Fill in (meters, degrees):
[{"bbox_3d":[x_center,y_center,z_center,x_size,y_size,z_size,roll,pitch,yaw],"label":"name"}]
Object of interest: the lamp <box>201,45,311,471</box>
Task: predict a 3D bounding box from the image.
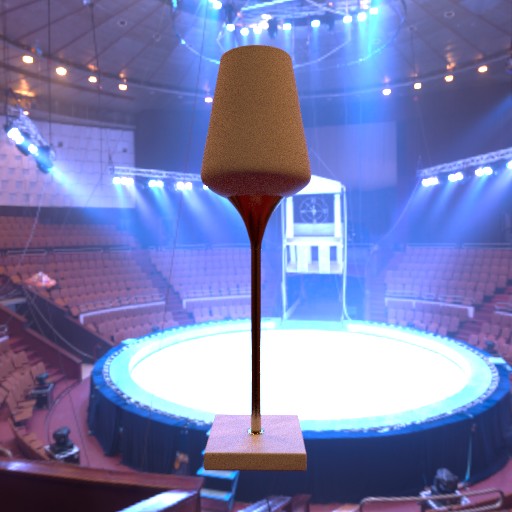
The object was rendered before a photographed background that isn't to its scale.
[{"bbox_3d":[0.000,0.000,0.731,0.181,0.639,0.181,0,1,1],"label":"lamp"}]
